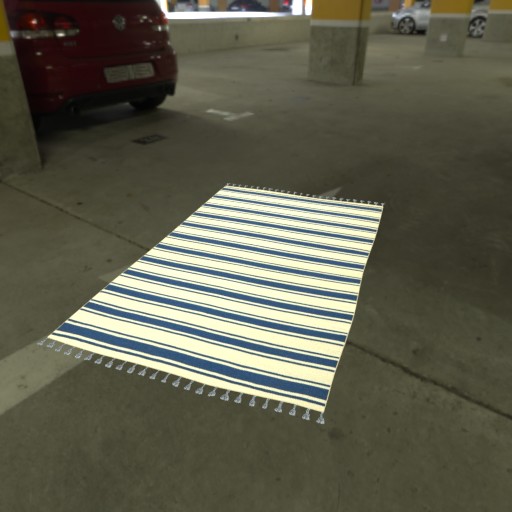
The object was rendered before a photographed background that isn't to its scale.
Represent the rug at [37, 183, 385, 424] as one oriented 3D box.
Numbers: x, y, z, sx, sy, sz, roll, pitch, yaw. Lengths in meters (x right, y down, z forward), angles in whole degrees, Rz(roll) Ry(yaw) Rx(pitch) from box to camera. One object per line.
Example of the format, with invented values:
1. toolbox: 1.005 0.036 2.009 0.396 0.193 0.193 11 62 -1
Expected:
1. rug: 0.000 0.000 2.566 1.248 0.009 2.108 10 31 17
